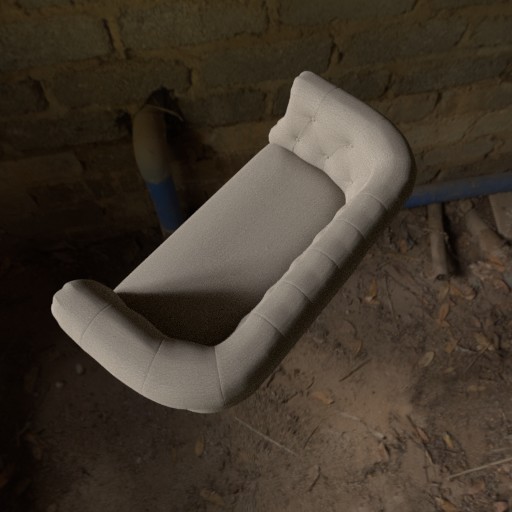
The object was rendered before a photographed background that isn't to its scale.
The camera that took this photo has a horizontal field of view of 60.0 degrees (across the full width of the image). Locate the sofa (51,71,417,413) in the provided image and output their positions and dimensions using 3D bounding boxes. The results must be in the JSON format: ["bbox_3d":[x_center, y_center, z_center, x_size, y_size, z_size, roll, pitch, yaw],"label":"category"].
[{"bbox_3d":[0.000,0.000,2.038,0.835,0.827,1.558,37,69,17],"label":"sofa"}]
